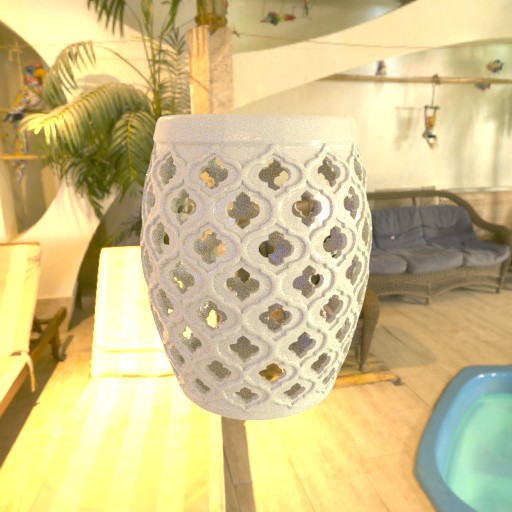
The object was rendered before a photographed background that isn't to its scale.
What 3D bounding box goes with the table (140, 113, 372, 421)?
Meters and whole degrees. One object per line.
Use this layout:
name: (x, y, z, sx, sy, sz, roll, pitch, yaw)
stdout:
table: (0.000, 0.000, 0.647, 0.325, 0.388, 0.325, 0, 16, 0)
